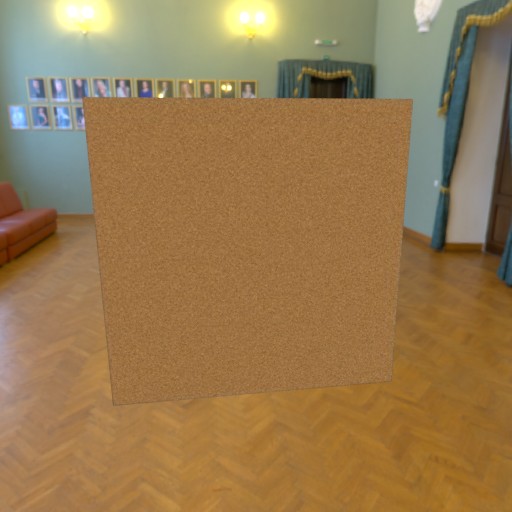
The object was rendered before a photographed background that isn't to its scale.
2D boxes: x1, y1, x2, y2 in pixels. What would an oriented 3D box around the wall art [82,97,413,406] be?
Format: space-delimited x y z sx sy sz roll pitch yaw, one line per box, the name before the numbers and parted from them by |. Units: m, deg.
wall art | 0.000 0.000 0.900 0.611 0.608 0.042 -2 15 -8
